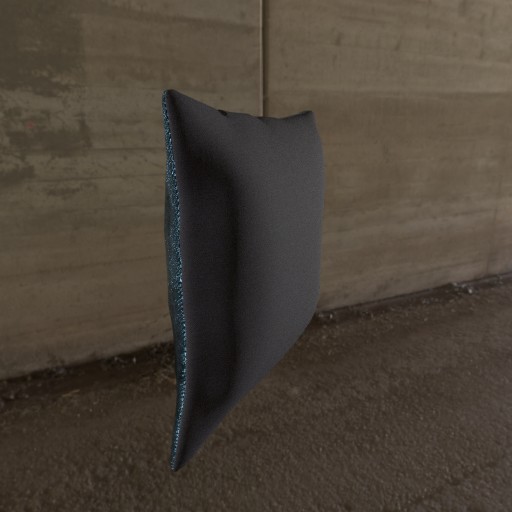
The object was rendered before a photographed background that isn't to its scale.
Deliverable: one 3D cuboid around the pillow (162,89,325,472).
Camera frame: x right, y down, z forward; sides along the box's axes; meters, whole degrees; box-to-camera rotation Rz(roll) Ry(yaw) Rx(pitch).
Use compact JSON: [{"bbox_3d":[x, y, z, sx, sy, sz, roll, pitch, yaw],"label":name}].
[{"bbox_3d":[0.000,0.000,0.647,0.138,0.430,0.436,8,18,25],"label":"pillow"}]
